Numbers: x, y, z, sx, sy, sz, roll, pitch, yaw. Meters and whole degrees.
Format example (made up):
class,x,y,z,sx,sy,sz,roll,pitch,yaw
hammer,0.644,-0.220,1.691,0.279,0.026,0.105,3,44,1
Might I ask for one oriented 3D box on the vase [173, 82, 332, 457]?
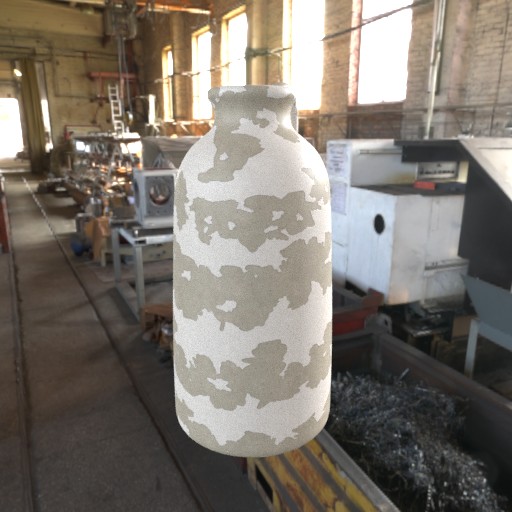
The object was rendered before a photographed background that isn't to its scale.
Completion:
class,x,y,z,sx,sy,sz,roll,pitch,yaw
vase,0.000,0.000,0.502,0.186,0.382,0.203,8,17,27
